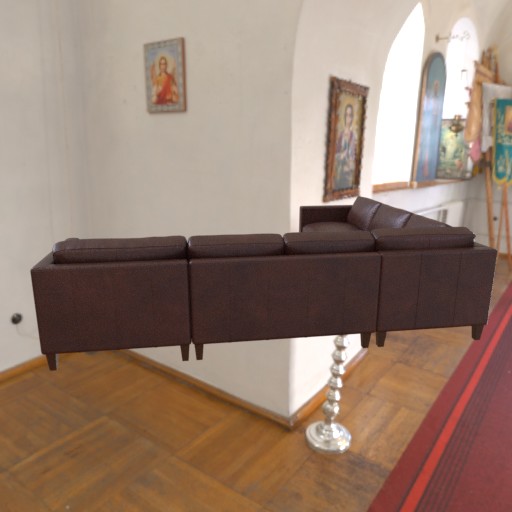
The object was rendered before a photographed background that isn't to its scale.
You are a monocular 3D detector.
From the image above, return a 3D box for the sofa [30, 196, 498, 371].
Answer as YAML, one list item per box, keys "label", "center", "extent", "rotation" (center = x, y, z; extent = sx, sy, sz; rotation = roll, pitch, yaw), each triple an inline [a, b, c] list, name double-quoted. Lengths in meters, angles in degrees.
- label: "sofa"
  center: [0.000, 0.000, 4.327]
  extent: [3.324, 0.891, 2.452]
  rotation: [-2, 15, -8]
